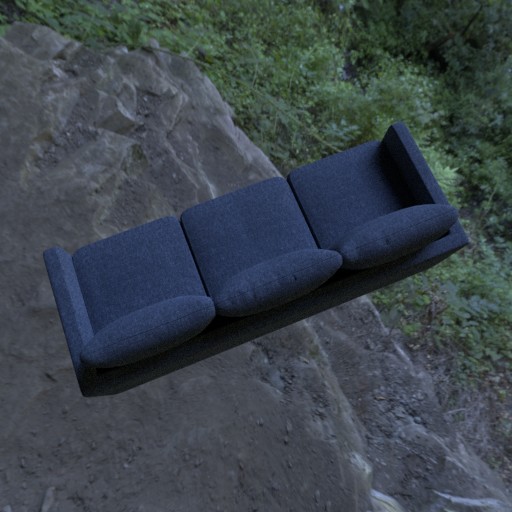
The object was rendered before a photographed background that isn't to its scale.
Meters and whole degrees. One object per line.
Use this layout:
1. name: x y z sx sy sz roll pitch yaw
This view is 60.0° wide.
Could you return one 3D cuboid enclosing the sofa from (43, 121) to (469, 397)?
1. sofa: 0.000 0.000 2.646 2.218 0.874 0.859 -21 75 -6
